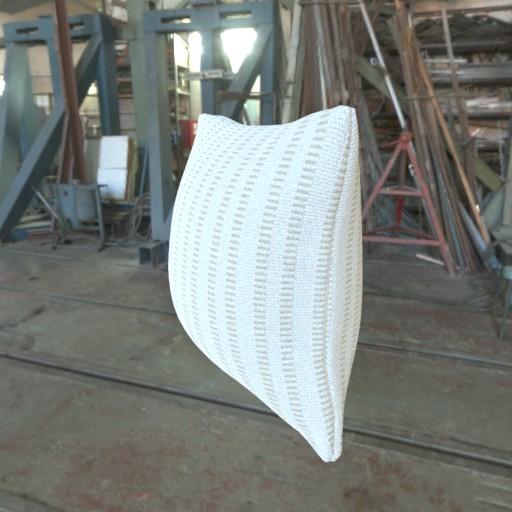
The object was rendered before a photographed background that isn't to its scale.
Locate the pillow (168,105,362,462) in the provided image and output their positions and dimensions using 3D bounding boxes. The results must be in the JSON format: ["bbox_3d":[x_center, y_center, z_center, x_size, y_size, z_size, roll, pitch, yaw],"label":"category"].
[{"bbox_3d":[0.000,0.000,0.670,0.247,0.419,0.438,-8,19,-25],"label":"pillow"}]
